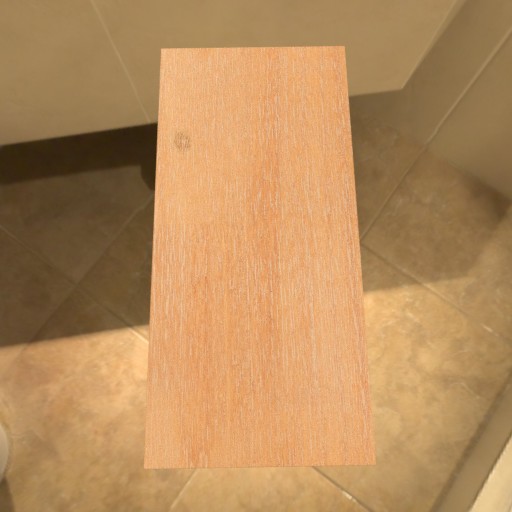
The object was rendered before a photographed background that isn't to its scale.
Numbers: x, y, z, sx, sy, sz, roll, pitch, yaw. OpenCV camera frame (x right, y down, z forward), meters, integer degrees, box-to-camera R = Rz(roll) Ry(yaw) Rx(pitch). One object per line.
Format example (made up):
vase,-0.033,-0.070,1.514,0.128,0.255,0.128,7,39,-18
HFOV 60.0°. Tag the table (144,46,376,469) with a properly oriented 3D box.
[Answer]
table,0.000,0.000,1.263,0.483,0.457,1.016,-1,76,0
